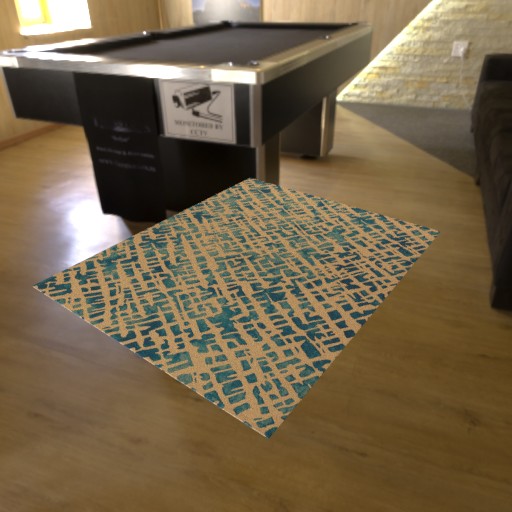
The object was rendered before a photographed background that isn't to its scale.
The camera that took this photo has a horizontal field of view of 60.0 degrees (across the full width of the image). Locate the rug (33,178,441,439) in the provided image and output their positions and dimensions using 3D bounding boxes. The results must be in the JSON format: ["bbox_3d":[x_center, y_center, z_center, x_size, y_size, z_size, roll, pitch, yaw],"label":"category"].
[{"bbox_3d":[0.000,0.000,4.102,2.435,0.007,3.007,22,38,31],"label":"rug"}]
